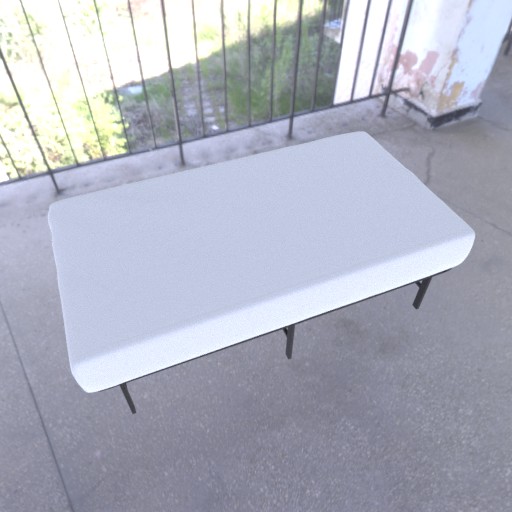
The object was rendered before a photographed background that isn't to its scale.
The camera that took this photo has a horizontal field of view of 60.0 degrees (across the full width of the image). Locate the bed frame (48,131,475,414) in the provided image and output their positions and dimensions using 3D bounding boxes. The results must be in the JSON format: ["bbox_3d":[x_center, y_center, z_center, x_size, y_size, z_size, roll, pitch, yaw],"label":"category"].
[{"bbox_3d":[0.000,0.000,2.370,1.908,0.640,1.025,-17,48,-15],"label":"bed frame"}]
